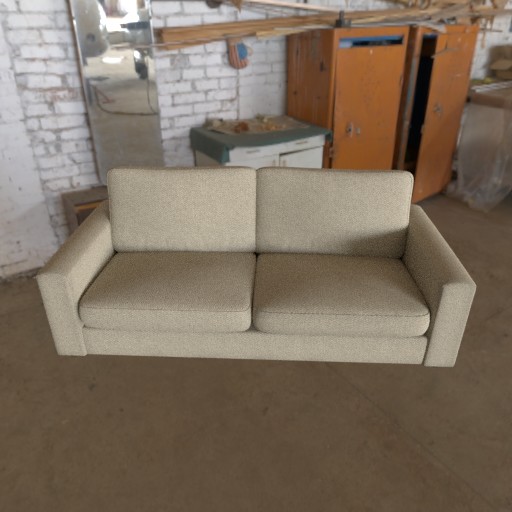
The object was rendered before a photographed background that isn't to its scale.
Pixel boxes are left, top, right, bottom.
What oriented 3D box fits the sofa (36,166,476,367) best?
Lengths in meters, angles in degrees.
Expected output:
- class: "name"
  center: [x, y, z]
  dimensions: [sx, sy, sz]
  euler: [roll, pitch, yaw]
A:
- class: "sofa"
  center: [0.000, 0.000, 2.631]
  dimensions: [2.179, 0.873, 1.016]
  euler: [1, 29, 2]
